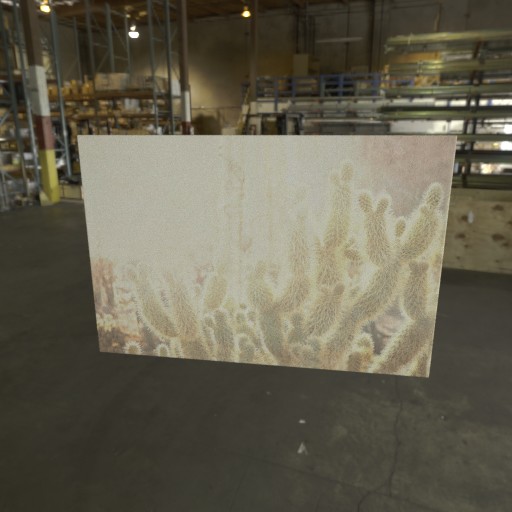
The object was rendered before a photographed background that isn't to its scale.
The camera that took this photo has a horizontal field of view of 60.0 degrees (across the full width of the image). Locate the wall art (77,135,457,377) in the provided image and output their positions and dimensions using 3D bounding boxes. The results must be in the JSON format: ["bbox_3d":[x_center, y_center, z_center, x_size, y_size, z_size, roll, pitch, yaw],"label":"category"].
[{"bbox_3d":[0.000,0.000,1.158,0.916,0.608,0.040,2,16,8],"label":"wall art"}]
